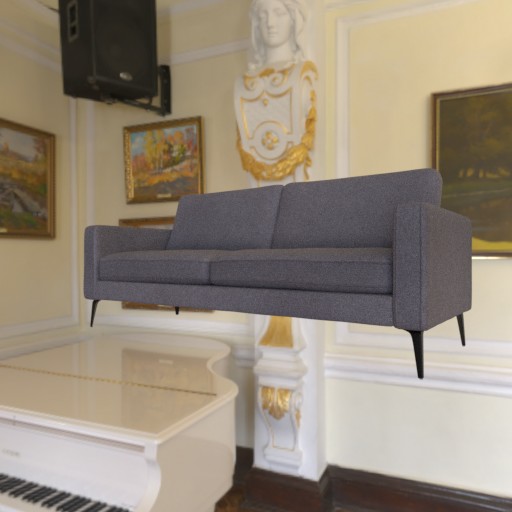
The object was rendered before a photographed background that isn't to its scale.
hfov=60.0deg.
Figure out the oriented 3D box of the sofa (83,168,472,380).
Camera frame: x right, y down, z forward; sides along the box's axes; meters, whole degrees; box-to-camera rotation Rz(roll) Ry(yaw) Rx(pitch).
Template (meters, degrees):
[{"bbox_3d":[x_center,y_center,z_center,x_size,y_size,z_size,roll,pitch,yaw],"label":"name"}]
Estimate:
[{"bbox_3d":[0.000,0.000,2.305,1.925,0.828,0.774,0,0,36],"label":"sofa"}]
